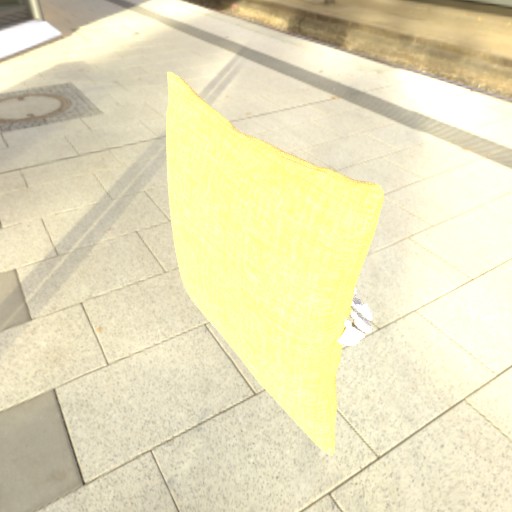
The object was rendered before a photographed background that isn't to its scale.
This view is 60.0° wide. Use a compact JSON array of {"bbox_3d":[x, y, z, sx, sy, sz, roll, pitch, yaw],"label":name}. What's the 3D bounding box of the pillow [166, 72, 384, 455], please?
[{"bbox_3d":[0.000,0.000,0.723,0.167,0.481,0.485,-23,43,-26],"label":"pillow"}]
